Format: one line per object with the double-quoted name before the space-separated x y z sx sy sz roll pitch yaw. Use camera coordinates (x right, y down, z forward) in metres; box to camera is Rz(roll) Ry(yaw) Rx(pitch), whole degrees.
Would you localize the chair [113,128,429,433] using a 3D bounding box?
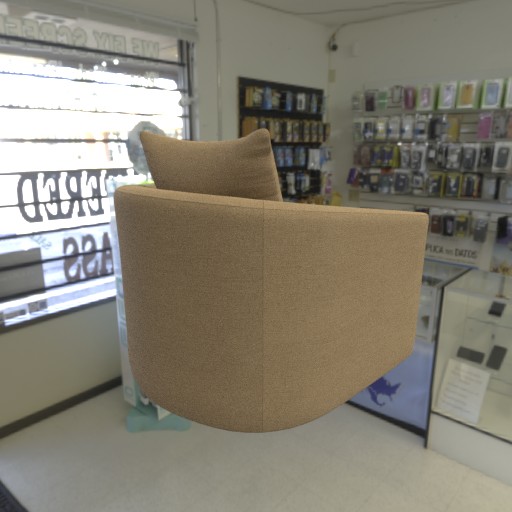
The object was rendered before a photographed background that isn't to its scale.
"chair" 0.000 0.000 1.562 0.845 0.848 0.910 14 20 43
